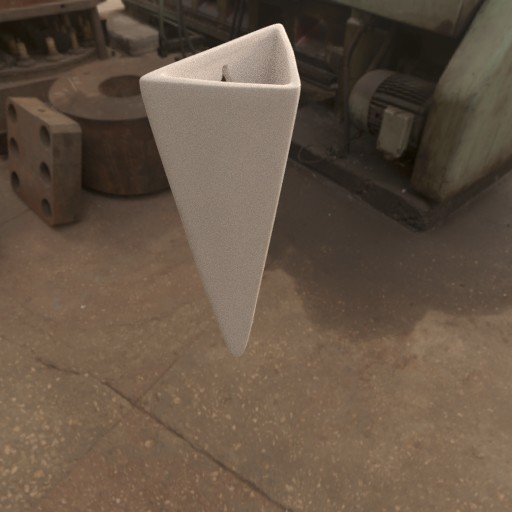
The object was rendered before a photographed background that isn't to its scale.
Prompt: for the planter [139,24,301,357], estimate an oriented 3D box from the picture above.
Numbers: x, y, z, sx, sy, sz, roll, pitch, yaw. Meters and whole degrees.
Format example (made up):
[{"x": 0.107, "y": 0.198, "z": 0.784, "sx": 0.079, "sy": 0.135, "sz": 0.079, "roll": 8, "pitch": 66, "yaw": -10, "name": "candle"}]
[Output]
[{"x": 0.000, "y": 0.000, "z": 0.390, "sx": 0.065, "sy": 0.338, "sz": 0.143, "roll": 26, "pitch": 48, "yaw": 26, "name": "planter"}]
